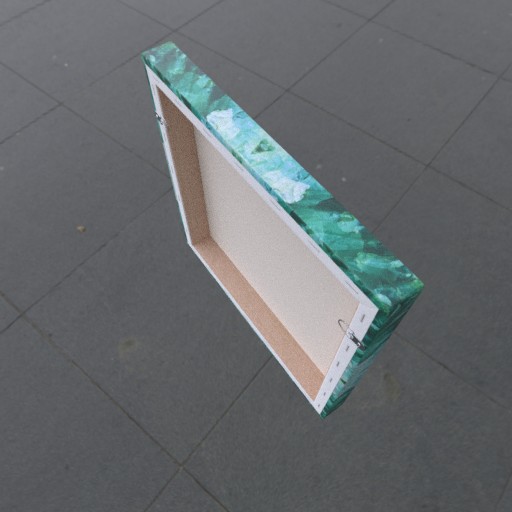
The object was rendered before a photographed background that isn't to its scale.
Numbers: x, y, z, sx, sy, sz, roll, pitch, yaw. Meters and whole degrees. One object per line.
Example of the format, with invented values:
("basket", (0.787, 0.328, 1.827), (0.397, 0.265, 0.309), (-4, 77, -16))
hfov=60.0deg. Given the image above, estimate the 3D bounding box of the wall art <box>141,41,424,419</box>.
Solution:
("wall art", (0.000, 0.000, 0.468), (0.033, 0.313, 0.313), (-32, 64, -18))
